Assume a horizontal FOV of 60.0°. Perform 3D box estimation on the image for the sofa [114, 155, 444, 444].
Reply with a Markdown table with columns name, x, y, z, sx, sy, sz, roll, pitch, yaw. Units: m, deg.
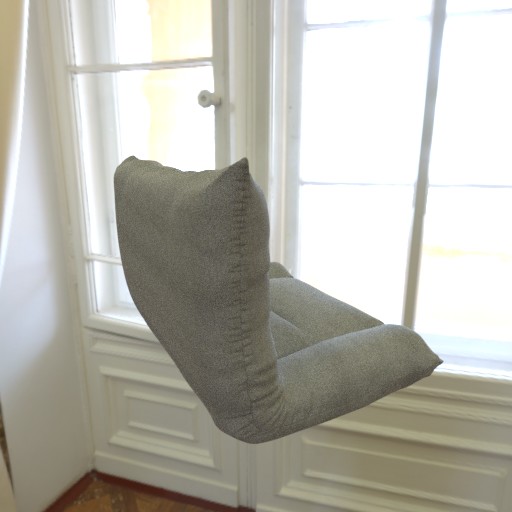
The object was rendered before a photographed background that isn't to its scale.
| name | x | y | z | sx | sy | sz | roll | pitch | yaw |
| --- | --- | --- | --- | --- | --- | --- | --- | --- | --- |
| sofa | 0.000 | 0.000 | 1.670 | 0.847 | 0.795 | 1.144 | -8 | 17 | -27 |
